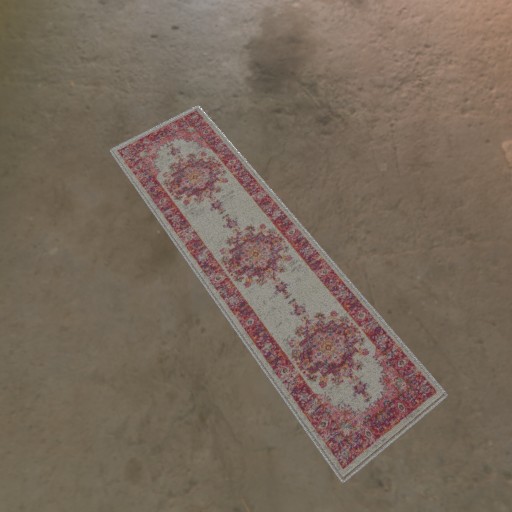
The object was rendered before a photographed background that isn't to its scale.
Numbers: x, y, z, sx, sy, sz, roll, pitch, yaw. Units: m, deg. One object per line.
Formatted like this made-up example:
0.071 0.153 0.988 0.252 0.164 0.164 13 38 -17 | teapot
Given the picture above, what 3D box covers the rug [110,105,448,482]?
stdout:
0.000 0.000 2.472 0.666 0.011 2.294 -32 68 -15 | rug
